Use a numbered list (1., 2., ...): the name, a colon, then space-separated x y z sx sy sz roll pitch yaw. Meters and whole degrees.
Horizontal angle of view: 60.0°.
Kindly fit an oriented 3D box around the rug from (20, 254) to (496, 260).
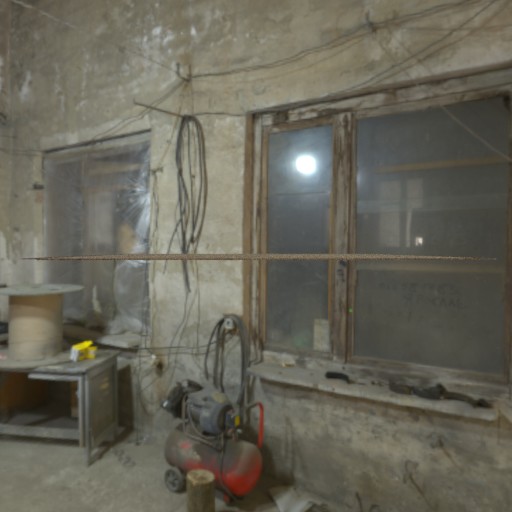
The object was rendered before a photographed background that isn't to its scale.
1. rug: 0.000 0.000 4.047 3.056 0.010 2.437 0 1 -2
